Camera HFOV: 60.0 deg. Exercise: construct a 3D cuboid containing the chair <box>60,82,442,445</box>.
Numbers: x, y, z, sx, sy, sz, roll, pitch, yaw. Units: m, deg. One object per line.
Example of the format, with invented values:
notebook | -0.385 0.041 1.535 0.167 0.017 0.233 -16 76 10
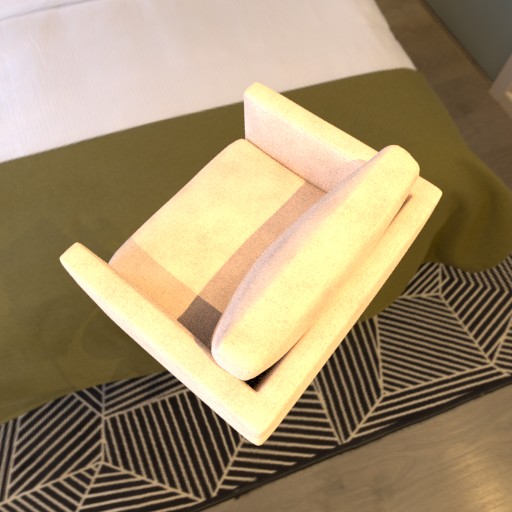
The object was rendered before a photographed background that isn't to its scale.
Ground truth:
chair | 0.000 0.000 1.856 0.959 0.961 1.133 36 69 16
